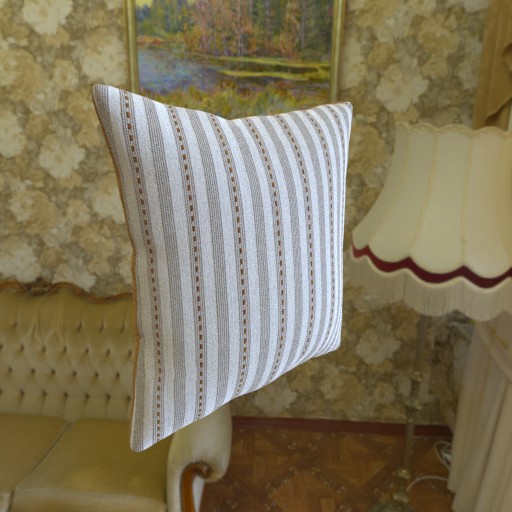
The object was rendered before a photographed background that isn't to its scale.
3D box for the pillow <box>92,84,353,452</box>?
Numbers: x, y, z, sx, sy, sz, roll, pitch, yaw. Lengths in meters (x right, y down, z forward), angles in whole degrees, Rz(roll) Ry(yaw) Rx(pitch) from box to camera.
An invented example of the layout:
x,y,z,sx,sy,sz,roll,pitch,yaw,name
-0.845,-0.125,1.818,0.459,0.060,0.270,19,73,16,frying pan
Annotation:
x,y,z,sx,sy,sz,roll,pitch,yaw,name
0.000,0.000,0.629,0.432,0.437,0.147,-14,21,-42,pillow
